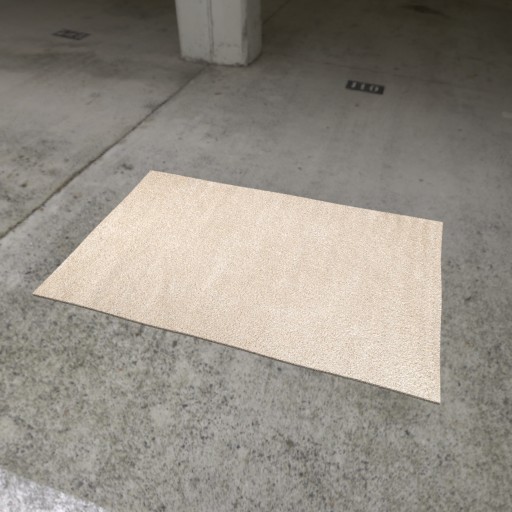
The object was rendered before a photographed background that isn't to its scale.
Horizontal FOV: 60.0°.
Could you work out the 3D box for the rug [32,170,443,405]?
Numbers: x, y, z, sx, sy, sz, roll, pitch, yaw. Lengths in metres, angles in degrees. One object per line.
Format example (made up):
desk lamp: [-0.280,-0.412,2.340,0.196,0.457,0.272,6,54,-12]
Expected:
rug: [0.000,0.000,2.935,2.346,0.025,1.500,12,43,13]
